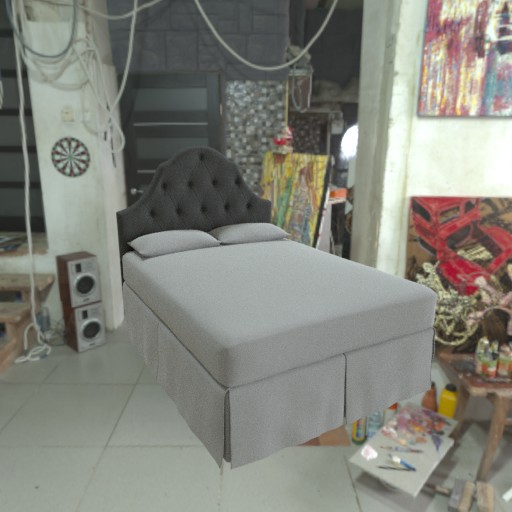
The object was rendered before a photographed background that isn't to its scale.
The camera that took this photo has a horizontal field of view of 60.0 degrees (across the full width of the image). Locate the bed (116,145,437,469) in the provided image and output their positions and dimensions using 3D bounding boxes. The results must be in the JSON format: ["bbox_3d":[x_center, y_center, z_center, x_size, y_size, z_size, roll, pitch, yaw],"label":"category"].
[{"bbox_3d":[0.000,0.000,3.311,1.636,1.575,2.155,-8,17,-29],"label":"bed"}]
